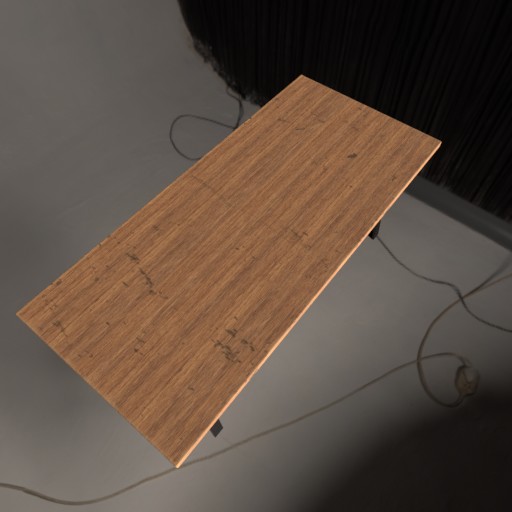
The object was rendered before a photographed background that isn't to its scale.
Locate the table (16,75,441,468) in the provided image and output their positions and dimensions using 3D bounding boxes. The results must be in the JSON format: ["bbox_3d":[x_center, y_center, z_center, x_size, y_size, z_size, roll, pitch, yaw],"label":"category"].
[{"bbox_3d":[0.000,0.000,2.591,1.000,0.757,2.200,34,63,20],"label":"table"}]
